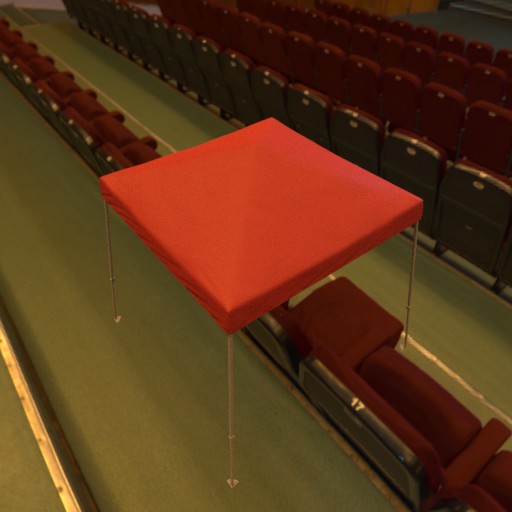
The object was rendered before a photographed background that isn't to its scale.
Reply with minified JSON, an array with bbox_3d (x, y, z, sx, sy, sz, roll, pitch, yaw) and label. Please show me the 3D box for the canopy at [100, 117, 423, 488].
[{"bbox_3d":[0.000,0.000,6.446,3.599,3.600,3.600,-28,49,-27],"label":"canopy"}]
